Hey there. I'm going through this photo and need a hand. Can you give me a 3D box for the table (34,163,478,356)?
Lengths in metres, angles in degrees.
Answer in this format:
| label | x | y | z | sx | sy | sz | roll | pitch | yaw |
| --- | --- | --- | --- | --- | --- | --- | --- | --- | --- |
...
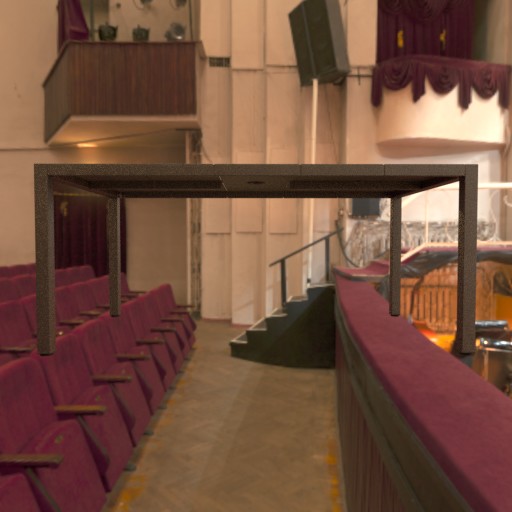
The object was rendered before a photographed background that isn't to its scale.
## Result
| label | x | y | z | sx | sy | sz | roll | pitch | yaw |
| --- | --- | --- | --- | --- | --- | --- | --- | --- | --- |
| table | 0.000 | 0.000 | 2.141 | 1.680 | 0.735 | 0.914 | 0 | 2 | 0 |
